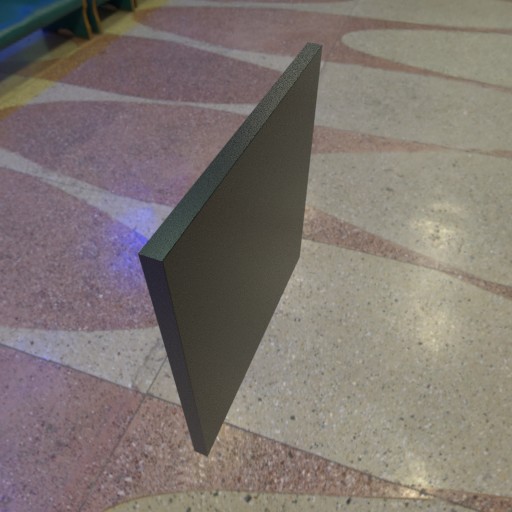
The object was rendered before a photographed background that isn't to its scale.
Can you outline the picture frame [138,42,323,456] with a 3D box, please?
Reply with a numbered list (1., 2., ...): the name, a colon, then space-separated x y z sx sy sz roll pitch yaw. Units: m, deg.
1. picture frame: 0.000 0.000 0.820 0.029 0.557 0.559 17 49 15
